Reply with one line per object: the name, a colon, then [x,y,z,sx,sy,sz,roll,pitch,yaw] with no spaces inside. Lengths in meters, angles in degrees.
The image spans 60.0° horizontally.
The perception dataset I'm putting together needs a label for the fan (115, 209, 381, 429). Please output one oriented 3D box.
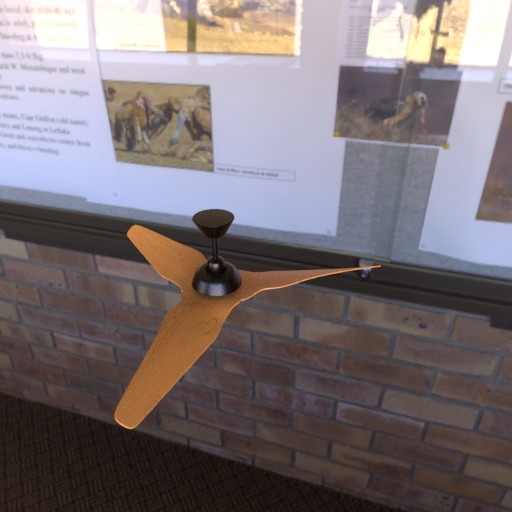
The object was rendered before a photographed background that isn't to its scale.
fan: [0.000,0.000,1.642,1.010,0.355,1.142,-7,31,-12]
